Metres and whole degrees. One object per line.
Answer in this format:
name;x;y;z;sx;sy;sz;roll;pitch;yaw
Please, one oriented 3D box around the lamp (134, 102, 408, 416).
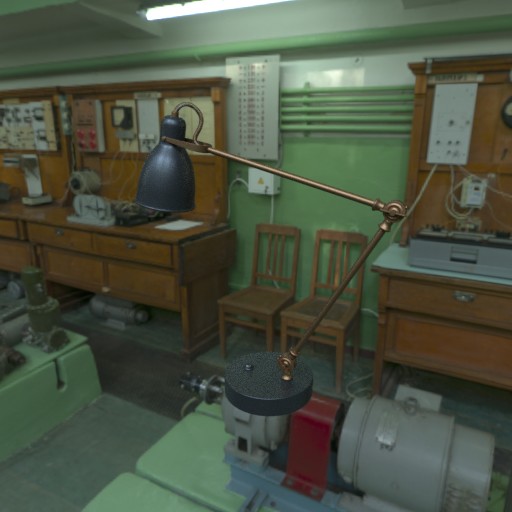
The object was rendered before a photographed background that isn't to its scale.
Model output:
lamp;0.000;0.000;0.879;0.561;0.587;0.187;8;18;26
